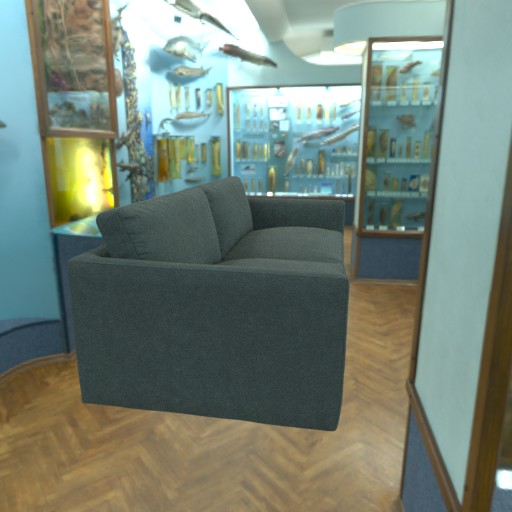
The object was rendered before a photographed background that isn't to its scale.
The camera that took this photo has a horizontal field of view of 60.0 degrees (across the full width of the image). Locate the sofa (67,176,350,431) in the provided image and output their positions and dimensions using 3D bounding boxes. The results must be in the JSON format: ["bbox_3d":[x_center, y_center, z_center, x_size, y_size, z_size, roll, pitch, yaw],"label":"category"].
[{"bbox_3d":[0.000,0.000,2.727,1.092,0.838,2.257,3,14,10],"label":"sofa"}]
